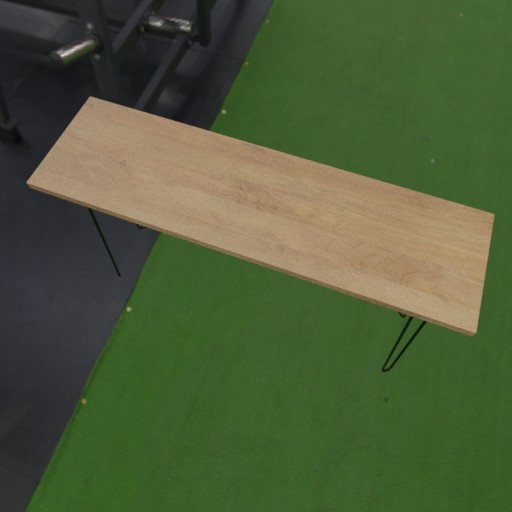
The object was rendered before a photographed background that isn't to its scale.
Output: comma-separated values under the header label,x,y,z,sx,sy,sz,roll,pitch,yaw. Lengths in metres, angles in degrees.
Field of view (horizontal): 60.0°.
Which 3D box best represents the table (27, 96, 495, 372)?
label,x,y,z,sx,sy,sz,roll,pitch,yaw
table,0.000,0.000,1.728,1.400,0.799,0.399,18,65,9
